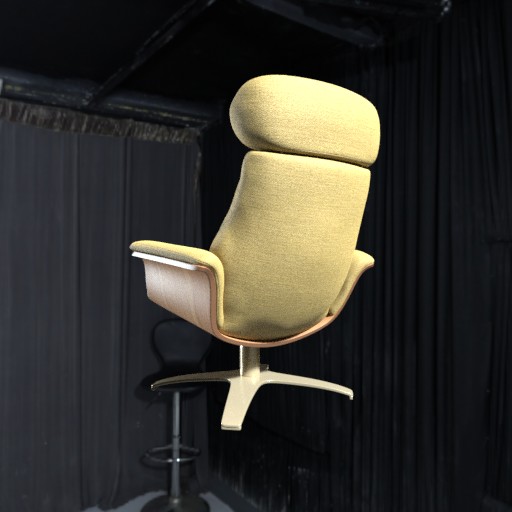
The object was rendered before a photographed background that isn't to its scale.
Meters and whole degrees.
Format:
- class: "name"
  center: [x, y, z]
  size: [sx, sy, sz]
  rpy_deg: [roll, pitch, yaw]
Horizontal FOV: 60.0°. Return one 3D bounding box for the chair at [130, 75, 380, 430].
- class: "chair"
  center: [0.000, 0.000, 1.587]
  size: [0.785, 0.995, 0.837]
  rpy_deg: [0, 0, -36]
